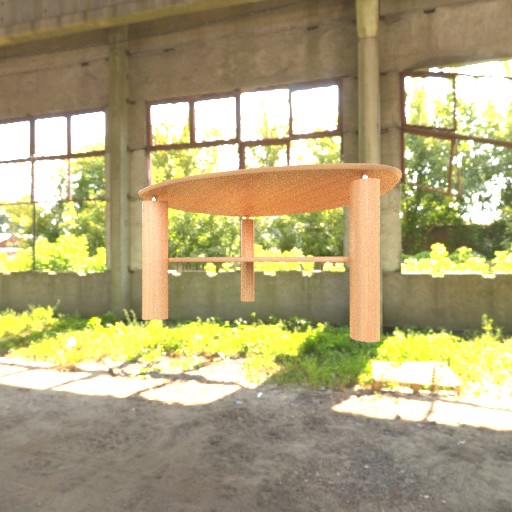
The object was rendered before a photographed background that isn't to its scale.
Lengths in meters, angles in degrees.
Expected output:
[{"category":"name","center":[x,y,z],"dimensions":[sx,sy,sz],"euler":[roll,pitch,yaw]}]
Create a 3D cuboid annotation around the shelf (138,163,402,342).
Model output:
[{"category":"shelf","center":[0.000,0.000,1.646],"dimensions":[0.845,0.440,1.246],"euler":[0,-1,-17]}]
